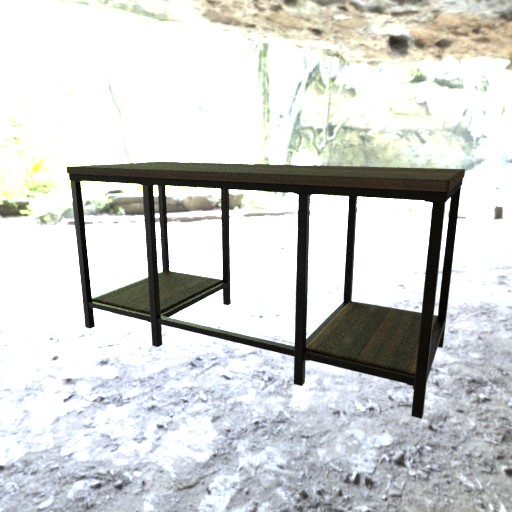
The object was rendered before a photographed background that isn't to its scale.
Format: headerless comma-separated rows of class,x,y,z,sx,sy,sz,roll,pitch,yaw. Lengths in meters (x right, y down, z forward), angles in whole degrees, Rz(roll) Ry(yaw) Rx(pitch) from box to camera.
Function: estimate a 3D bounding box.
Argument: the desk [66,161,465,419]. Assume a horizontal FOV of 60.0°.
desk,0.000,0.000,1.927,1.538,0.753,0.617,8,16,27
